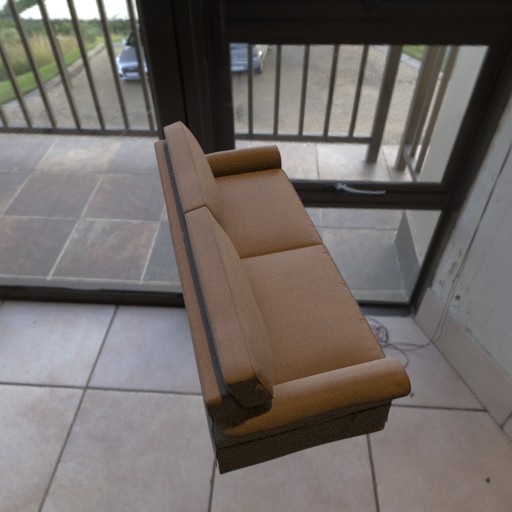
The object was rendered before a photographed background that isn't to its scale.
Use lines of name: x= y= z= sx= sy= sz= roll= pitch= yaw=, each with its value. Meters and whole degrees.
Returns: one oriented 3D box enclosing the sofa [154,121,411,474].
sofa: x=0.000 y=0.000 z=2.810 sx=0.991 sy=0.943 sz=2.248 roll=-11 pitch=46 yaw=-11
